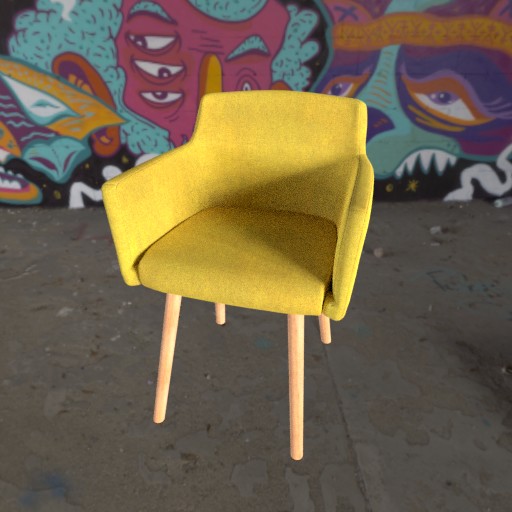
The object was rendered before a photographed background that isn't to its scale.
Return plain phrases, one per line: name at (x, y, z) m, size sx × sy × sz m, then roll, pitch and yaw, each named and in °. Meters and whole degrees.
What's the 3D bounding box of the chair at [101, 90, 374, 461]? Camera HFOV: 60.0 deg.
chair at (0.000, 0.000, 1.187) m, size 0.570 × 0.780 × 0.570 m, roll 8°, pitch 28°, yaw 15°
